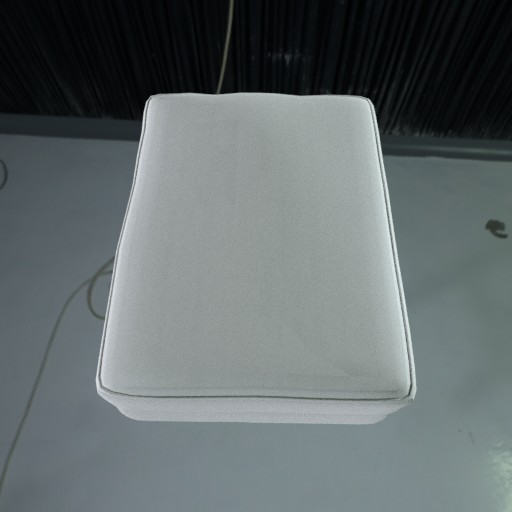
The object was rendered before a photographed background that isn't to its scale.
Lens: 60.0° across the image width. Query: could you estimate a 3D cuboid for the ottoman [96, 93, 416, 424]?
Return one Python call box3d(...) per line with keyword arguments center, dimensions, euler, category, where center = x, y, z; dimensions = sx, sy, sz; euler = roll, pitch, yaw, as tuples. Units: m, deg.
box3d(center=(0.000, 0.000, 1.173), dimensions=(0.634, 0.479, 0.818), euler=(1, 62, 0), category="ottoman")
